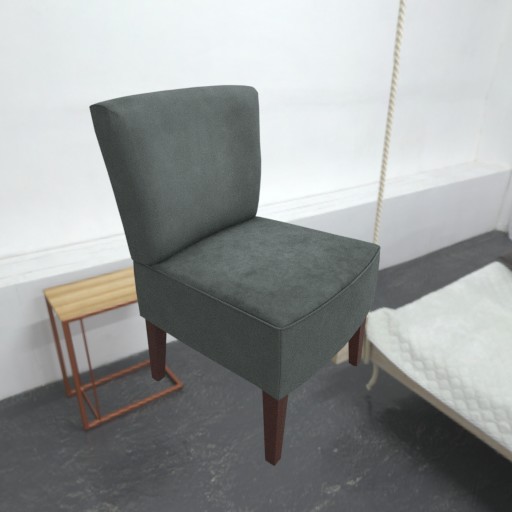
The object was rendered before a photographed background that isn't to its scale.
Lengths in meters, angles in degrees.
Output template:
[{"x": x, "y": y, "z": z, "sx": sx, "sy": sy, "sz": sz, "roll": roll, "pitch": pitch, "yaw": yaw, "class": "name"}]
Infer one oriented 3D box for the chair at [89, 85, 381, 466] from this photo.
[{"x": 0.000, "y": 0.000, "z": 1.174, "sx": 0.554, "sy": 0.806, "sz": 0.521, "roll": 18, "pitch": 31, "yaw": 33, "class": "chair"}]
